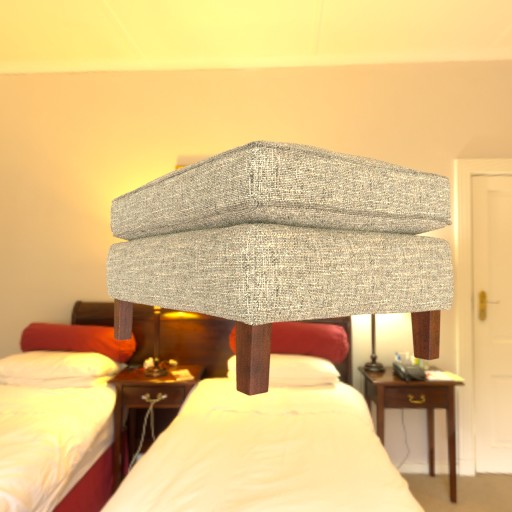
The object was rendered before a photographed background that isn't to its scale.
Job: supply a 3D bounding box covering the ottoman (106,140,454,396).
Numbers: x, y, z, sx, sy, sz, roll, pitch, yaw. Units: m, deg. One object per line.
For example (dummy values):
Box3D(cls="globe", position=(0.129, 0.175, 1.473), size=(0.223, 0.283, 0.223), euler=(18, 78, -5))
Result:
Box3D(cls="ottoman", position=(0.000, 0.000, 0.992), size=(0.508, 0.406, 0.686), euler=(1, -2, -35))
